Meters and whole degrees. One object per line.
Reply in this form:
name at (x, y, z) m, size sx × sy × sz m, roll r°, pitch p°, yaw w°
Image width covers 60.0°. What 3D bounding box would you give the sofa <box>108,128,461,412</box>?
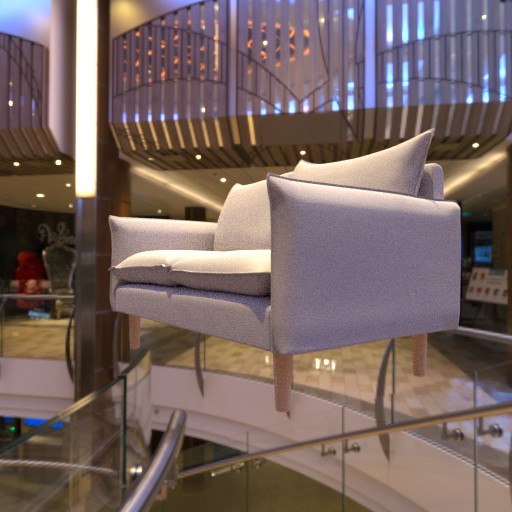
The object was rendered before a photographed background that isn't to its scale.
sofa at (0.000, 0.000, 1.790) m, size 0.820 × 0.840 × 1.300 m, roll 1°, pitch -1°, yaw -36°
